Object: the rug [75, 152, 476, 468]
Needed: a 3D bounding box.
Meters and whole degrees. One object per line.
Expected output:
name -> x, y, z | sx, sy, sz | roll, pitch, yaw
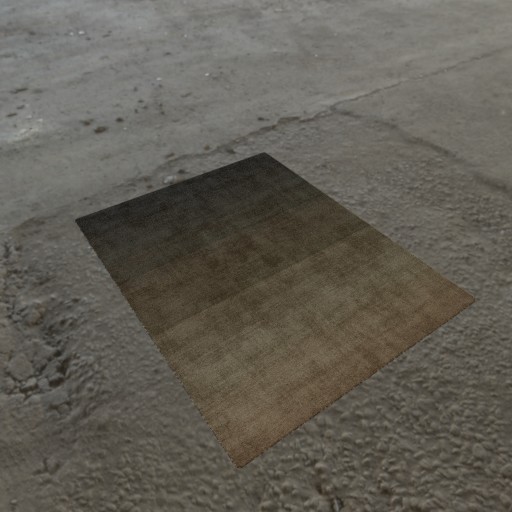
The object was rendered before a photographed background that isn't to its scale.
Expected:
rug -> 0.000, 0.000, 3.934 | 2.306, 0.017, 2.902 | -25, 48, -25
